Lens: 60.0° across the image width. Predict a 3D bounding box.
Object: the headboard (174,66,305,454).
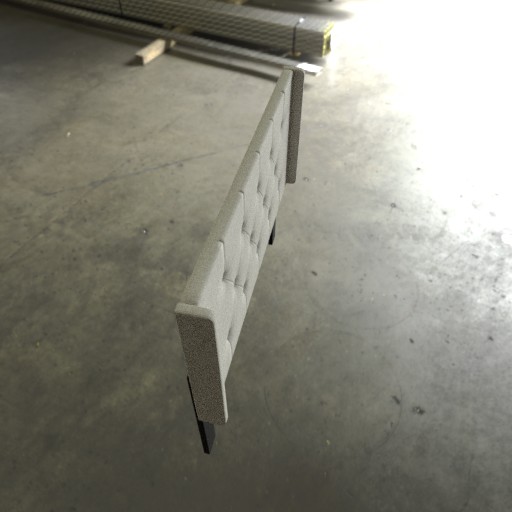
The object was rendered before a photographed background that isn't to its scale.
[{"bbox_3d":[0.000,0.000,2.786,0.184,1.524,2.051,10,47,9],"label":"headboard"}]
